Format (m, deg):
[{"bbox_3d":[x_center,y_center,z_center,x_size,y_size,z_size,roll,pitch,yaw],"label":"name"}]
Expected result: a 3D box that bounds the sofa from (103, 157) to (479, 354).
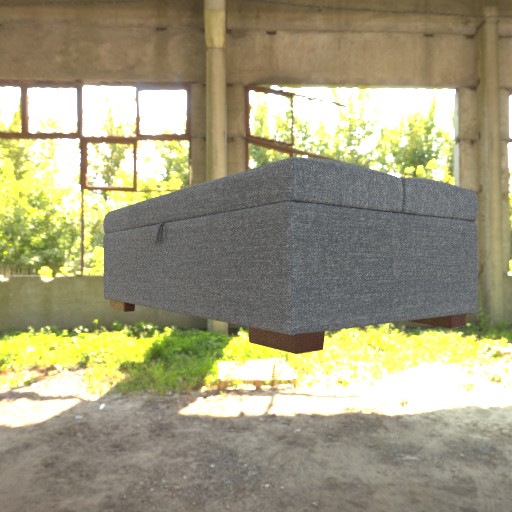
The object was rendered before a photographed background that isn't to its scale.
[{"bbox_3d":[0.000,0.000,1.573,0.782,0.417,1.198,1,-1,-36],"label":"sofa"}]
